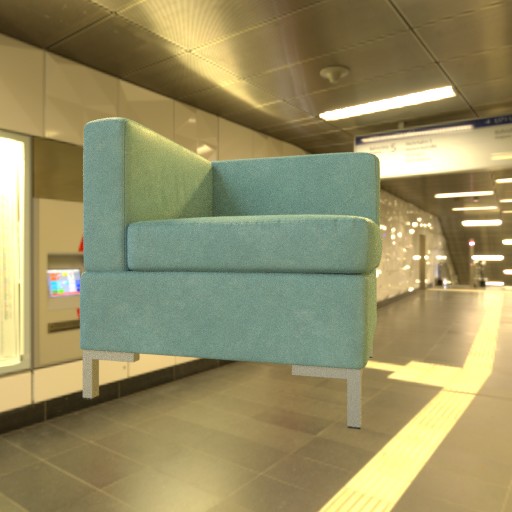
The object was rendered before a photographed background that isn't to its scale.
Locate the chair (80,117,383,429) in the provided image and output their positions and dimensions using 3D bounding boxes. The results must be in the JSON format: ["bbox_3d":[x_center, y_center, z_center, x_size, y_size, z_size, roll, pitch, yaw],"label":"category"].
[{"bbox_3d":[0.000,0.000,1.237,0.680,0.660,0.680,0,0,17],"label":"chair"}]
